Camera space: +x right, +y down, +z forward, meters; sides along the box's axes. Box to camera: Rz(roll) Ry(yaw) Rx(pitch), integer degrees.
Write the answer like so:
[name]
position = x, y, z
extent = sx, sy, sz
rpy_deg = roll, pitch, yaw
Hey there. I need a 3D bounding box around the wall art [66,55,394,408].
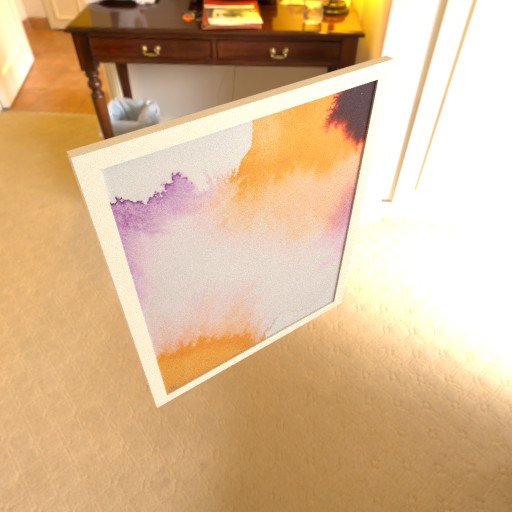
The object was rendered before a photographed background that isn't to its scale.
[wall art]
position = 0.000, 0.000, 0.612
extent = 0.382, 0.456, 0.013
rpy_deg = -25, 50, -23
